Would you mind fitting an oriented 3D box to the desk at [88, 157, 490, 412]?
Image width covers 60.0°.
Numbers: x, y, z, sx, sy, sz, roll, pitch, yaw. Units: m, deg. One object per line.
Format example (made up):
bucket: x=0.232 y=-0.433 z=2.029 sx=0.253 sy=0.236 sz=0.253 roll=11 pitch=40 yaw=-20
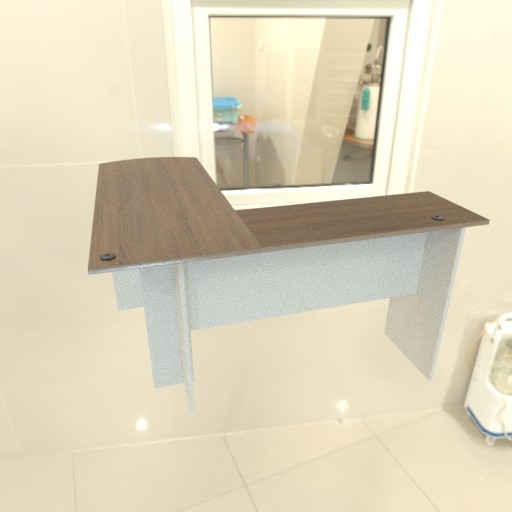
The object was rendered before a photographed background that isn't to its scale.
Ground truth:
desk: x=0.000 y=0.000 z=2.128 sx=1.361 sy=0.716 sz=1.303 roll=-7 pitch=27 yaw=-15
